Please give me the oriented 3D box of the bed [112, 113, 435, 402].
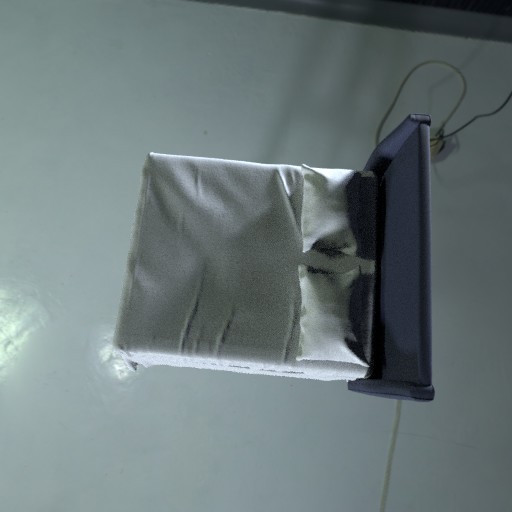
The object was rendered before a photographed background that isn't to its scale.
[{"bbox_3d":[0.000,0.000,3.461,2.276,1.332,1.925,5,75,1],"label":"bed"}]
